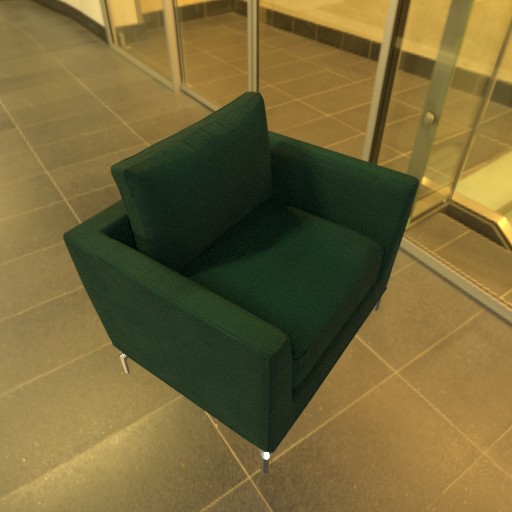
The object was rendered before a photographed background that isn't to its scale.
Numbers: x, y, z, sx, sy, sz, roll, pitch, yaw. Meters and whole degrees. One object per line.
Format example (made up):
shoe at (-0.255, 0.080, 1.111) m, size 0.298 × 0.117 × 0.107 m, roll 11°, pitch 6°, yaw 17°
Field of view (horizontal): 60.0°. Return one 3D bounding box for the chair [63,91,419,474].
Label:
chair at (0.000, 0.000, 1.756) m, size 0.852 × 0.997 × 1.047 m, roll 25°, pitch 47°, yaw 26°
